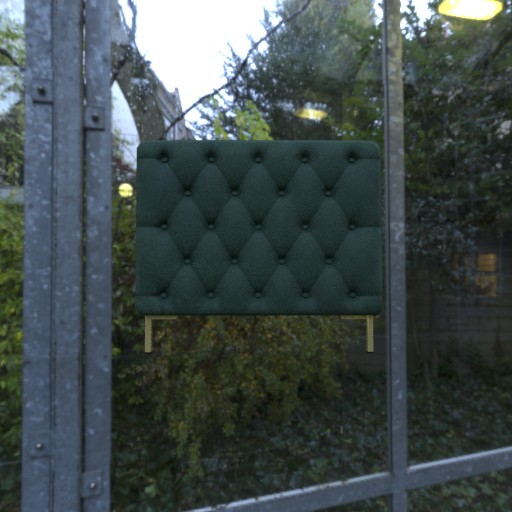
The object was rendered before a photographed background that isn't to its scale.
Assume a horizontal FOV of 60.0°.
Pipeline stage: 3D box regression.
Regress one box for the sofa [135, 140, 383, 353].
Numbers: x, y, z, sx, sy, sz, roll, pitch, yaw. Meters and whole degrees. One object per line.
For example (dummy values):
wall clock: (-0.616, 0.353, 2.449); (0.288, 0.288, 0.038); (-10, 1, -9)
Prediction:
sofa: (0.000, 0.000, 2.641); (0.895, 0.771, 2.209); (0, -2, -1)
